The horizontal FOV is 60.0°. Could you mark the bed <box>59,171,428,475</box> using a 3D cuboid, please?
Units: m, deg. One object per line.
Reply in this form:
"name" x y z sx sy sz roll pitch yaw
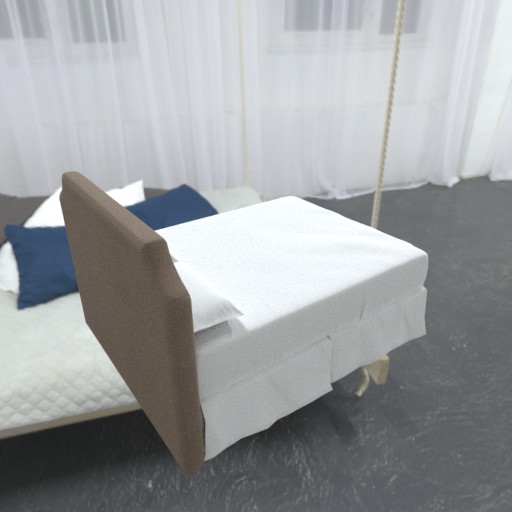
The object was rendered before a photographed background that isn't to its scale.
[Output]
"bed" 0.000 0.000 3.161 2.116 1.290 1.693 -19 33 -32
